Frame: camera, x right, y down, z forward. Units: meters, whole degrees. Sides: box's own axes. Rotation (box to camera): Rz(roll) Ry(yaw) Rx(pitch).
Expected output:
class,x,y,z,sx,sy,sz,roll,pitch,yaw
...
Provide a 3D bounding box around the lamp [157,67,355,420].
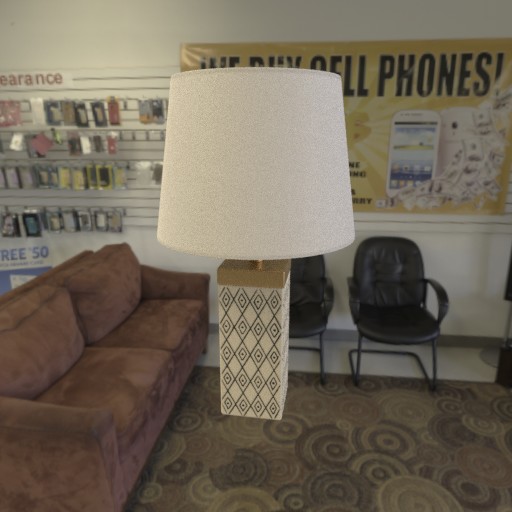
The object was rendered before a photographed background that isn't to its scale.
class,x,y,z,sx,sy,sz,roll,pitch,yaw
lamp,0.000,0.000,0.583,0.251,0.435,0.251,0,16,0
